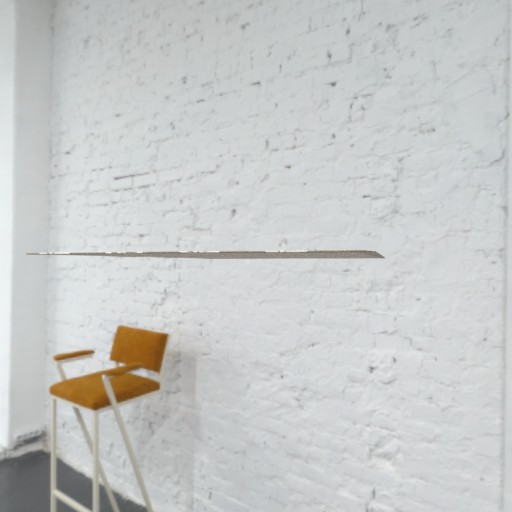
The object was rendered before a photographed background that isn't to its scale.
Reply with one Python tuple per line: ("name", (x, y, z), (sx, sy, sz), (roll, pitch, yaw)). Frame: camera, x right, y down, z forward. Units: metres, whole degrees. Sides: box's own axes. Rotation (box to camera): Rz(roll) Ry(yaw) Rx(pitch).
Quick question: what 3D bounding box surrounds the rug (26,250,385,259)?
("rug", (0.000, 0.000, 4.461), (2.441, 0.020, 3.419), (0, -1, 17))
